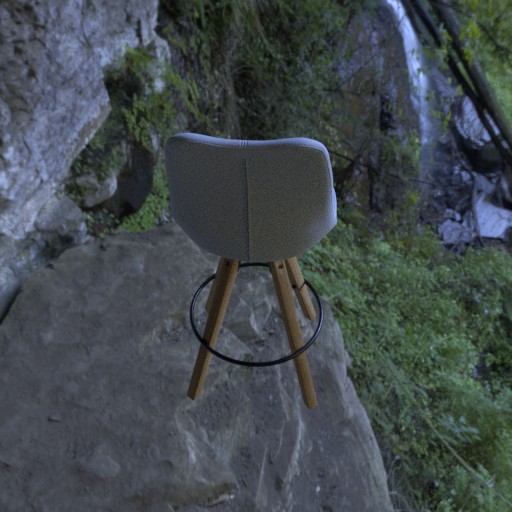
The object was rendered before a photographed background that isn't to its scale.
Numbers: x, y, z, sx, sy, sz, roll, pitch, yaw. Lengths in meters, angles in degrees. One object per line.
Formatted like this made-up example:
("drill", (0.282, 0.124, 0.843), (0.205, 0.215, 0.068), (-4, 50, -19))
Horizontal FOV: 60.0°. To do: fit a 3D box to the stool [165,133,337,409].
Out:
("stool", (0.000, 0.000, 1.380), (0.484, 1.115, 0.550), (3, 45, 3))
